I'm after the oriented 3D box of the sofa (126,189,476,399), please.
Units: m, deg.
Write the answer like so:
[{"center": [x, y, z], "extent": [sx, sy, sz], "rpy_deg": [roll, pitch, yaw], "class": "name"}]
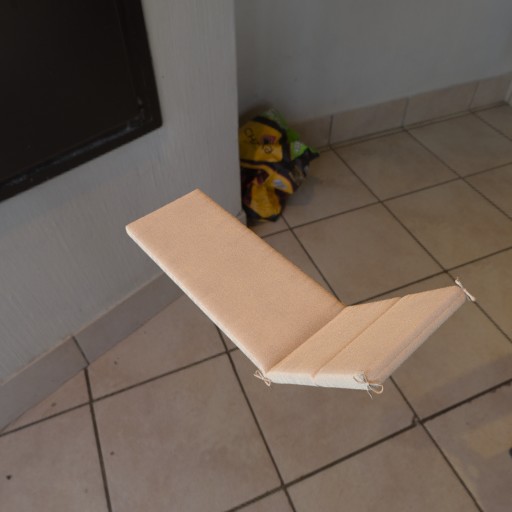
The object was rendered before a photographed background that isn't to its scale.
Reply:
[{"center": [0.000, 0.000, 2.004], "extent": [0.582, 0.622, 1.663], "rpy_deg": [-33, 55, -27], "class": "sofa"}]
